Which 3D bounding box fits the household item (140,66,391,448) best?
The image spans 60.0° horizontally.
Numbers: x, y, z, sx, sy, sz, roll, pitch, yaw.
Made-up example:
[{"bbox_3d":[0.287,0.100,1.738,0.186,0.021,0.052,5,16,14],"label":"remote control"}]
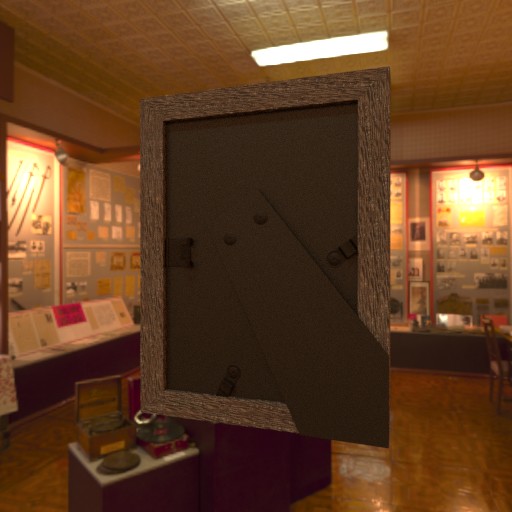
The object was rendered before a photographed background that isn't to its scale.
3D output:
[{"bbox_3d":[0.000,0.000,0.277,0.160,0.210,0.020,0,0,19],"label":"household item"}]
